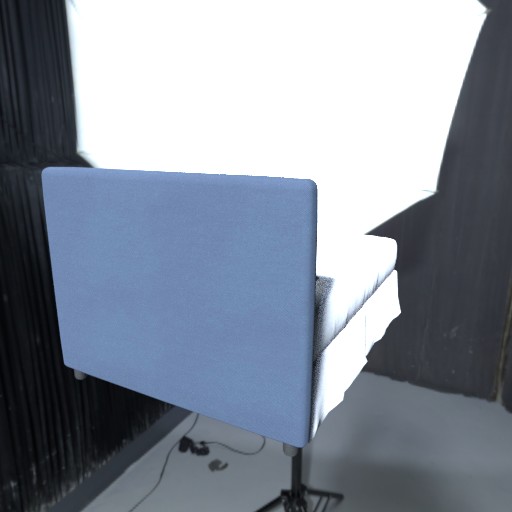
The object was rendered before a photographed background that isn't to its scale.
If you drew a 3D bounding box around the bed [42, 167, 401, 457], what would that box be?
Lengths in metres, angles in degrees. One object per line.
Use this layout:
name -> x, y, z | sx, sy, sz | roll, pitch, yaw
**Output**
bed -> 0.000, 0.000, 3.187 | 1.713, 1.330, 2.162 | 8, 17, 28
